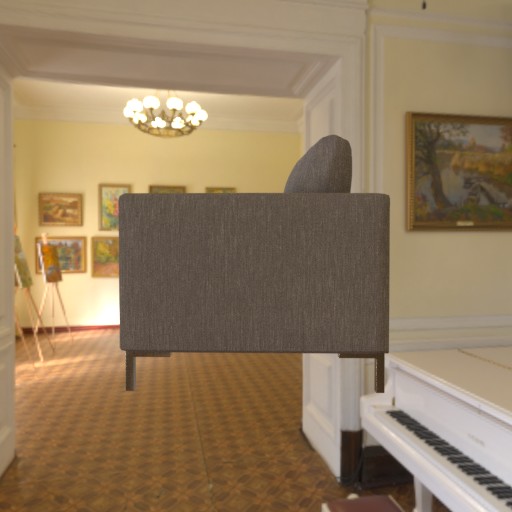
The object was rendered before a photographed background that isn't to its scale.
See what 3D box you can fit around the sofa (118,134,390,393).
[{"bbox_3d":[0.000,0.000,2.196,0.875,0.840,1.682,0,1,1],"label":"sofa"}]
